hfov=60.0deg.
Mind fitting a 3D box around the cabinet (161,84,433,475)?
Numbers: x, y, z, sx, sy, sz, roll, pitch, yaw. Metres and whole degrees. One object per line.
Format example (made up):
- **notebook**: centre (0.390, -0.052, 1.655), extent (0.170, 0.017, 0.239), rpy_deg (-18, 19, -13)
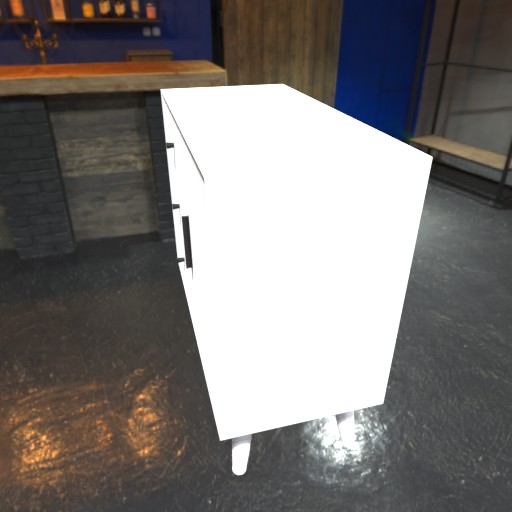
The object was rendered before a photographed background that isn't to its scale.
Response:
- **cabinet**: centre (0.000, 0.000, 1.219), extent (0.398, 0.761, 0.800), rpy_deg (-8, 31, -13)
